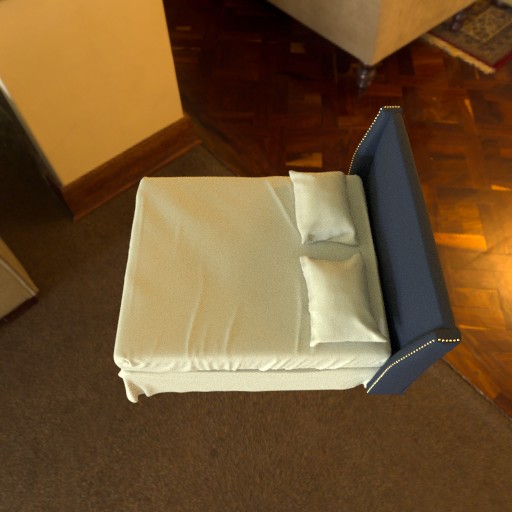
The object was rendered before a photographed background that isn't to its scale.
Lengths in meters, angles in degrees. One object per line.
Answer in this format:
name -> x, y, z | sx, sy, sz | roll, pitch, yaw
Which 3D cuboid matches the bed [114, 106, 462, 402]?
bed -> 0.000, 0.000, 3.468 | 2.276, 1.332, 1.925 | -1, 60, 0
